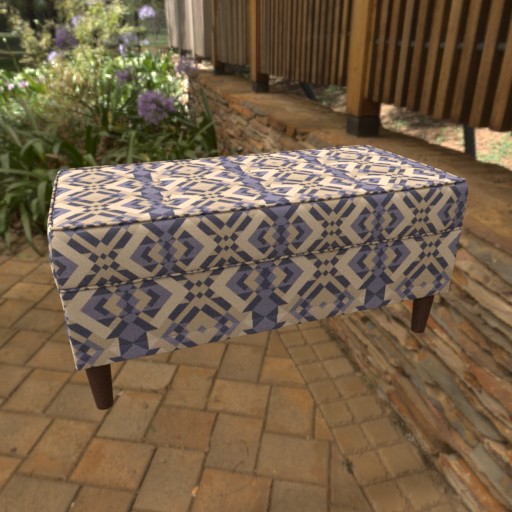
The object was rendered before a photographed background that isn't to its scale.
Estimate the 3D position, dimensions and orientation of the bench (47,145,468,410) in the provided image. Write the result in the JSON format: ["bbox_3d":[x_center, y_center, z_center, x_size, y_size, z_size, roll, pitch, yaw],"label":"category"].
[{"bbox_3d":[0.000,0.000,1.269,1.016,0.477,0.492,-9,27,-18],"label":"bench"}]
